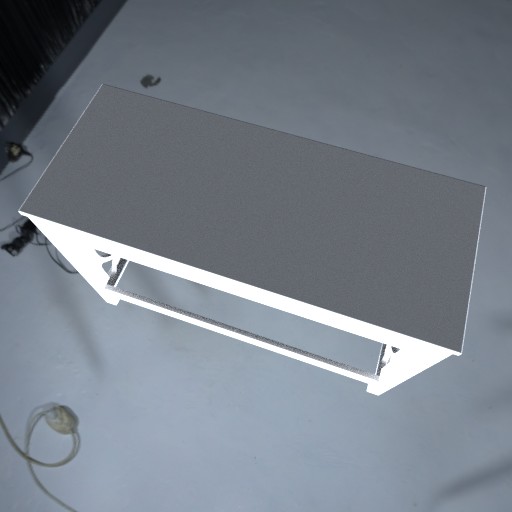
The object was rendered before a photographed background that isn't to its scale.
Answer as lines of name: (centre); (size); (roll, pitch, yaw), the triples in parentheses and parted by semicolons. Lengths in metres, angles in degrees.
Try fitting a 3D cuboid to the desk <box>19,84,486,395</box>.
desk: (0.000, 0.000, 1.564); (1.191, 0.762, 0.504); (17, 66, 8)
